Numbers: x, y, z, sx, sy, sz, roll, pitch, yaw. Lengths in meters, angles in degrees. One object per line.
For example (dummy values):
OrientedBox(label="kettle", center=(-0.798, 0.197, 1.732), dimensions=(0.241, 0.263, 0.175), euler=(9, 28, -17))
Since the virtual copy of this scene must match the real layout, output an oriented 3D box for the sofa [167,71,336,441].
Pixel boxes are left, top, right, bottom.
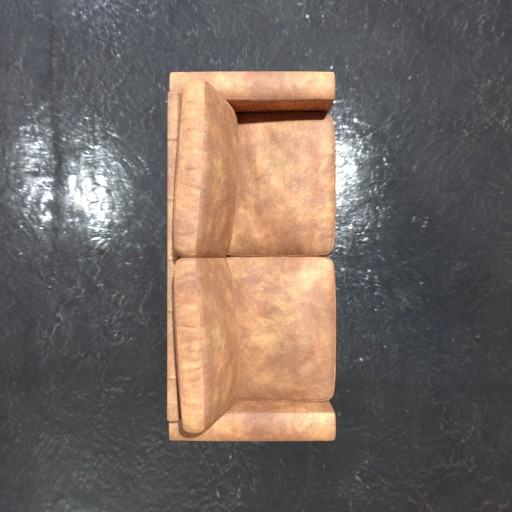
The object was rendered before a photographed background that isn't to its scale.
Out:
OrientedBox(label="sofa", center=(0.000, 0.000, 2.723), dimensions=(1.016, 0.873, 2.179), euler=(0, 90, 0))
